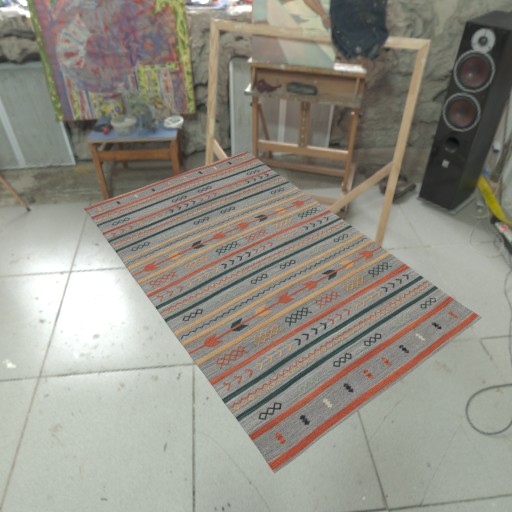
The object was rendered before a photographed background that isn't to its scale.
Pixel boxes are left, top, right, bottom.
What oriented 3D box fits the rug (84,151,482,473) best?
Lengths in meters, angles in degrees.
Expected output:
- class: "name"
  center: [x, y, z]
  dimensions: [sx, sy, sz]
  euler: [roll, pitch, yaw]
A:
- class: "rug"
  center: [0.000, 0.000, 3.019]
  dimensions: [1.537, 0.029, 2.439]
  euler: [-26, 48, -26]
